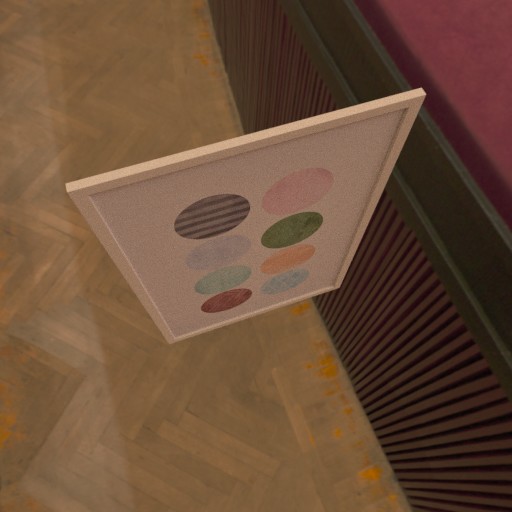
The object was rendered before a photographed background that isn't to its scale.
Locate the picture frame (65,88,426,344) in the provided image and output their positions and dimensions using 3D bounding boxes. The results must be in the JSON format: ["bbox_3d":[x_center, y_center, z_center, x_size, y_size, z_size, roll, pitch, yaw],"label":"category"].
[{"bbox_3d":[0.000,0.000,0.832,0.457,0.657,0.013,-17,65,-8],"label":"picture frame"}]
